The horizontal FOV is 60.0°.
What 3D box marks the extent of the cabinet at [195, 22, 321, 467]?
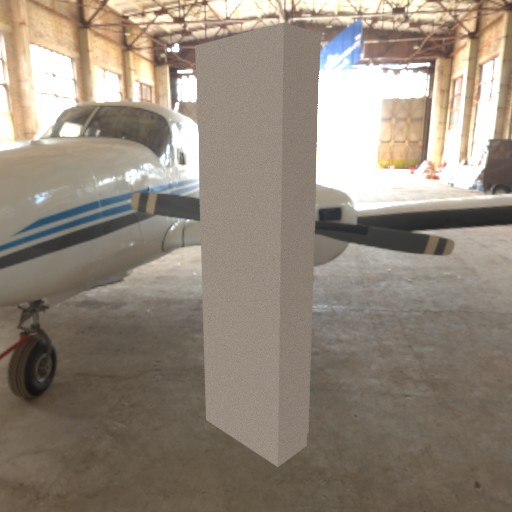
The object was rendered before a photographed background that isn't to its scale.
[{"bbox_3d":[0.000,0.000,1.997,0.500,1.790,0.230,13,19,43],"label":"cabinet"}]
